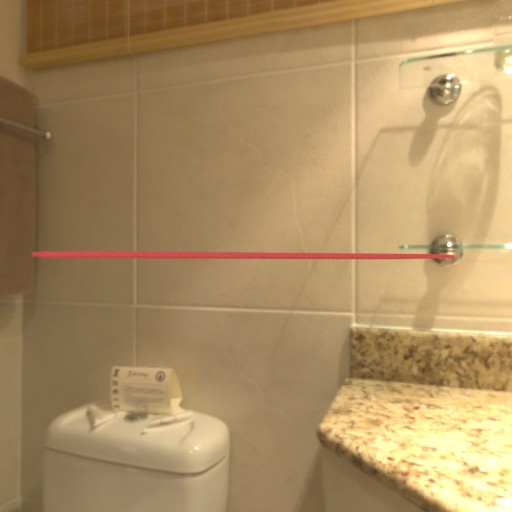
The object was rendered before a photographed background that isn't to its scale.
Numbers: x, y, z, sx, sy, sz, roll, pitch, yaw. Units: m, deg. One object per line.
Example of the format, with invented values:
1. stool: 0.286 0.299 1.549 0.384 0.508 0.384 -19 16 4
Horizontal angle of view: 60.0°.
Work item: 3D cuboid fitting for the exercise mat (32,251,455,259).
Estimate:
1. exercise mat: 0.000 0.000 2.133 1.884 0.021 0.616 0 -1 -18
